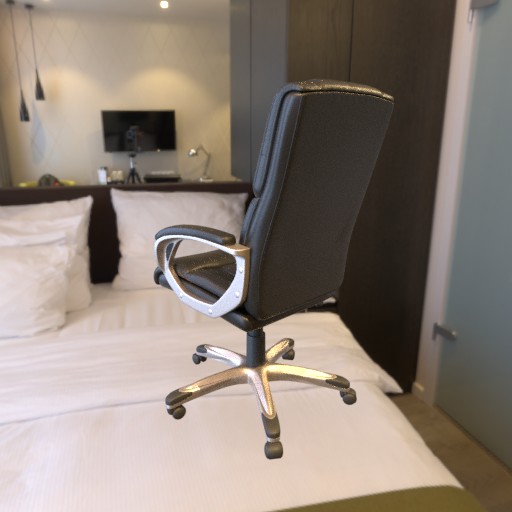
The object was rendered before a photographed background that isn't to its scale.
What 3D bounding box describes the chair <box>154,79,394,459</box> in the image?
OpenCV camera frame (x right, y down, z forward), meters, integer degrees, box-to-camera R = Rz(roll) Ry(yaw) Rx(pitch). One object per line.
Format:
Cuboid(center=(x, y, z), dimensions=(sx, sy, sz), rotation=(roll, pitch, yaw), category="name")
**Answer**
Cuboid(center=(0.000, 0.000, 1.627), dimensions=(0.780, 1.145, 0.700), rotation=(14, 21, 43), category="chair")
